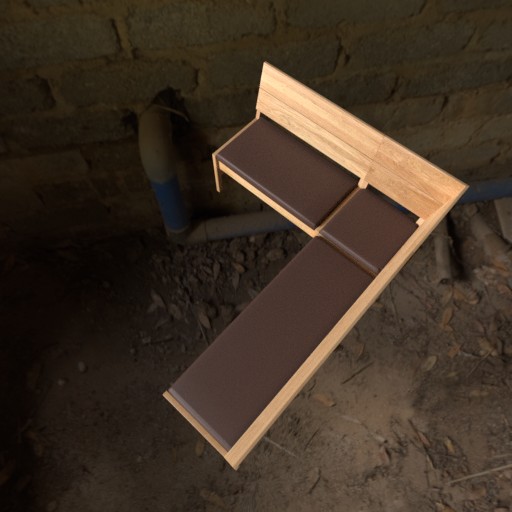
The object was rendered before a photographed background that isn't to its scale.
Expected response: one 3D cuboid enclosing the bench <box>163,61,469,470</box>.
[{"bbox_3d":[0.000,0.000,2.810,1.549,0.890,1.975,38,69,17],"label":"bench"}]
